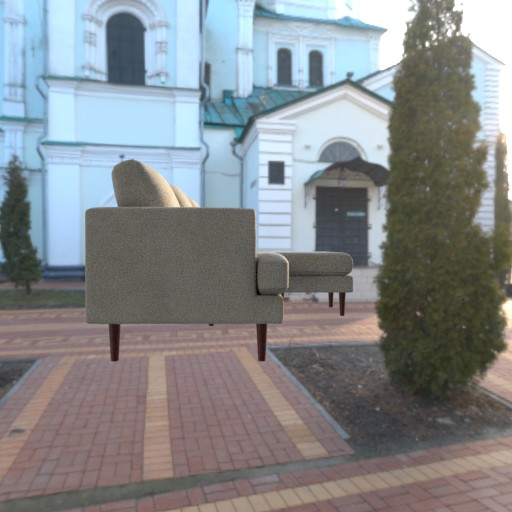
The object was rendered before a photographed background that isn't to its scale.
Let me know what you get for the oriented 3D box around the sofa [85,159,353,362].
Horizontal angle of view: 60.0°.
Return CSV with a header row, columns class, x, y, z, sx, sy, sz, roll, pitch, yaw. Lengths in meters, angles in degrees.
class,x,y,z,sx,sy,sz,roll,pitch,yaw
sofa,0.000,0.000,3.039,1.504,0.956,2.233,0,1,0
